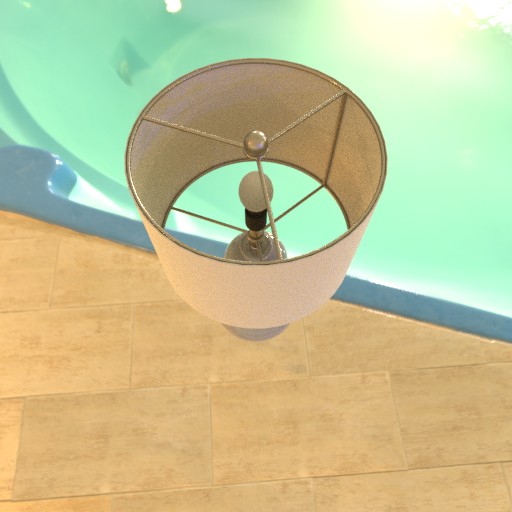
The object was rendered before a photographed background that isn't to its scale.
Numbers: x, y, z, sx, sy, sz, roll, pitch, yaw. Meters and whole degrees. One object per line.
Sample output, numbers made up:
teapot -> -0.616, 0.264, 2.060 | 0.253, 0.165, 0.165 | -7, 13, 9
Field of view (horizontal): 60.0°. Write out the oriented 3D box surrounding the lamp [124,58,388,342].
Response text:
lamp -> 0.000, 0.000, 0.923 | 0.367, 0.730, 0.367 | 2, 63, 1
